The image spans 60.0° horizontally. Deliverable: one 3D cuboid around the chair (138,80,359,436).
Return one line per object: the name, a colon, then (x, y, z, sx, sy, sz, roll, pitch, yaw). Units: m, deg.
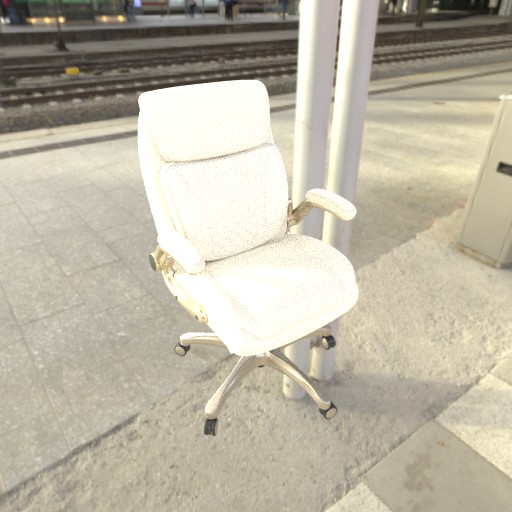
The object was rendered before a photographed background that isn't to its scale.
chair: (0.000, 0.000, 1.638, 0.740, 1.110, 0.794, -22, 37, -33)
